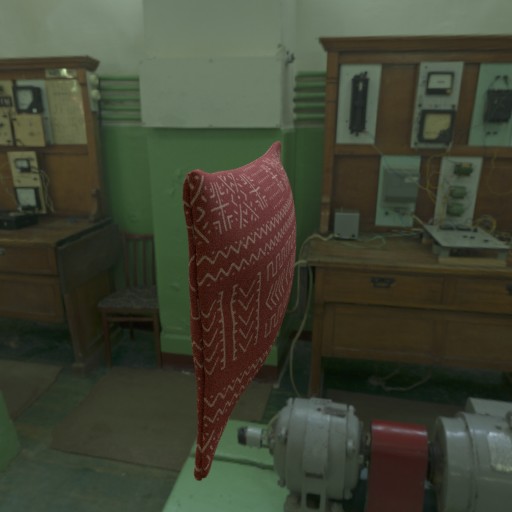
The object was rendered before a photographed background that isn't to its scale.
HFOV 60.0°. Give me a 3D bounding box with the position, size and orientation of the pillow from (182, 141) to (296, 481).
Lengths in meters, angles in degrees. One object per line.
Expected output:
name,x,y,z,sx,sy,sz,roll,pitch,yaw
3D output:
pillow,0.000,0.000,0.753,0.130,0.352,0.640,3,17,10
